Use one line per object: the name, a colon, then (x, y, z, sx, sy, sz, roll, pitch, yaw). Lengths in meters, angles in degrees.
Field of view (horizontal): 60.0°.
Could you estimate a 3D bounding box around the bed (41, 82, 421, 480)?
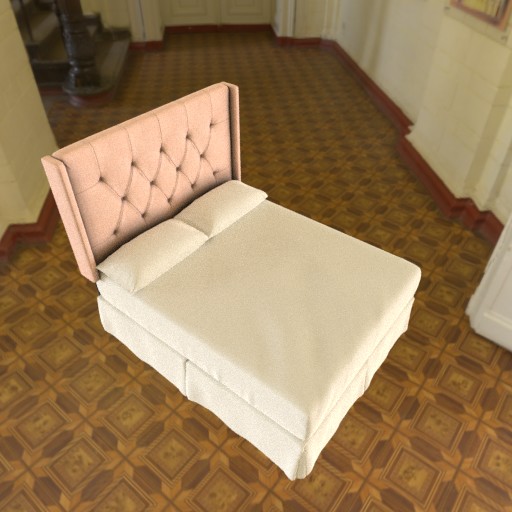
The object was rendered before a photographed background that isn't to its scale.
bed: (0.000, 0.000, 3.267, 2.066, 1.665, 1.719, 27, 48, 28)
